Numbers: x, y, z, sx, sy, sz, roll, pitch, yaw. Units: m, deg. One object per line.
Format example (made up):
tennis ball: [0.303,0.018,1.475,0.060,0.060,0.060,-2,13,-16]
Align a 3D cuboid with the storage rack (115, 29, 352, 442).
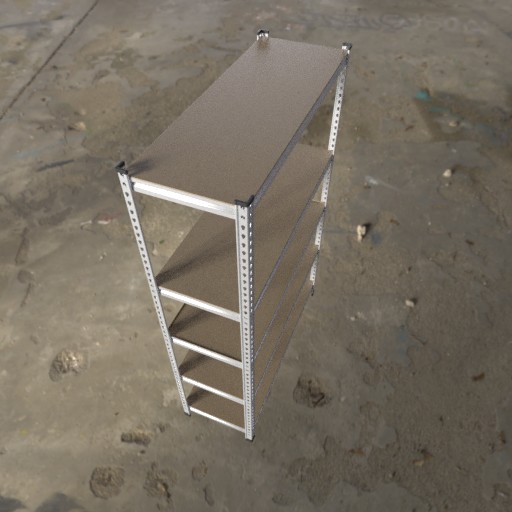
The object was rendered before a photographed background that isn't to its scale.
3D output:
storage rack: [0.000,0.000,2.372,0.457,1.829,1.219,17,49,15]
